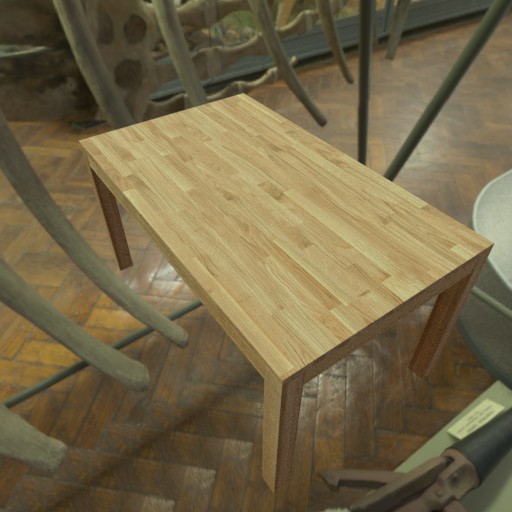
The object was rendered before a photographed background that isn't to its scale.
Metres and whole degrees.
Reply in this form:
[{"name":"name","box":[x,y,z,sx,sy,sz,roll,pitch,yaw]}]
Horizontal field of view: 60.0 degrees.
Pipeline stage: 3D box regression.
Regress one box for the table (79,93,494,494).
[{"name":"table","box":[0.000,0.000,2.007,0.900,0.770,1.500,-26,49,-25]}]
